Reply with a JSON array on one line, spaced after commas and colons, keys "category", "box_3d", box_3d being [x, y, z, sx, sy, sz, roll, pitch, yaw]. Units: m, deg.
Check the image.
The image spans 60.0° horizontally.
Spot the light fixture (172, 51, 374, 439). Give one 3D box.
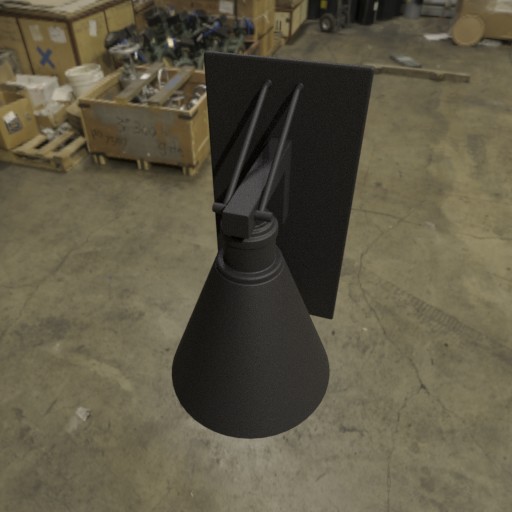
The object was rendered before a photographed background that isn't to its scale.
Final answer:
[{"category": "light fixture", "box_3d": [0.000, 0.000, 0.406, 0.170, 0.298, 0.207, 12, 42, 13]}]
